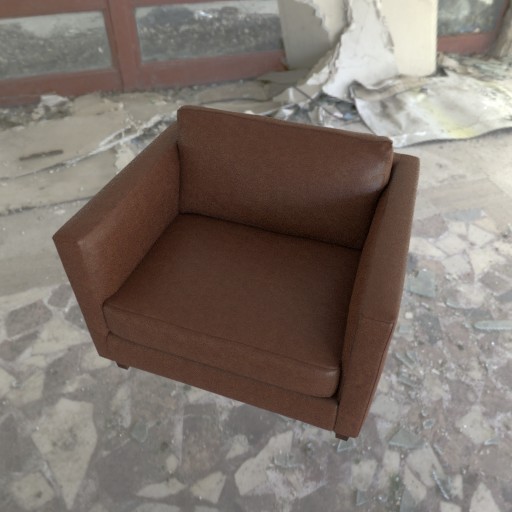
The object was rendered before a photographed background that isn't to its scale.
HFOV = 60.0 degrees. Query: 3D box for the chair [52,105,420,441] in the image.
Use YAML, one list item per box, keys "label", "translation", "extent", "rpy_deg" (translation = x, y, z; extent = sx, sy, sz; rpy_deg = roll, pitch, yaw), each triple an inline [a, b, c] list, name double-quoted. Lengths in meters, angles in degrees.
- label: "chair"
  translation: [0.000, 0.000, 1.784]
  extent: [1.107, 0.917, 0.959]
  rpy_deg: [13, 44, 14]
